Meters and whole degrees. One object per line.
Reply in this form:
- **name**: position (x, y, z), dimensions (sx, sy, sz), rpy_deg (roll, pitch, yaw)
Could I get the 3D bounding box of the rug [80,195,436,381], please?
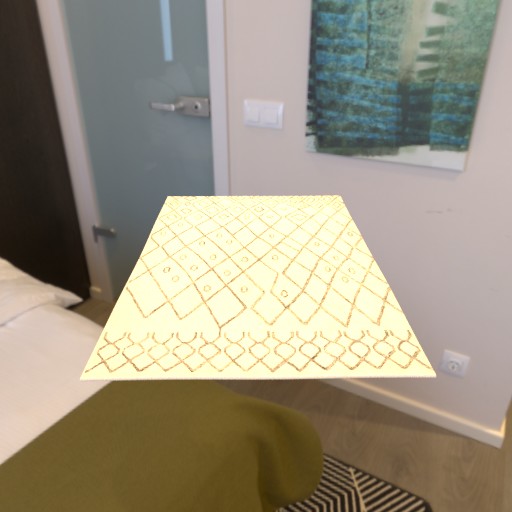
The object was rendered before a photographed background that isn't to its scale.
- **rug**: position (0.000, 0.000, 2.323), dimensions (1.222, 0.015, 1.828), rpy_deg (0, 27, -1)
